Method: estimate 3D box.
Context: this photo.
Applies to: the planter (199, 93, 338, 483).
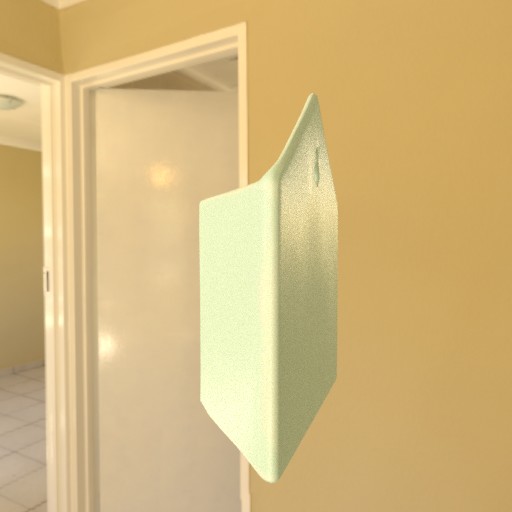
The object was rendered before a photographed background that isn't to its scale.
[{"bbox_3d":[0.000,0.000,0.283,0.079,0.197,0.164,1,2,20],"label":"planter"}]
